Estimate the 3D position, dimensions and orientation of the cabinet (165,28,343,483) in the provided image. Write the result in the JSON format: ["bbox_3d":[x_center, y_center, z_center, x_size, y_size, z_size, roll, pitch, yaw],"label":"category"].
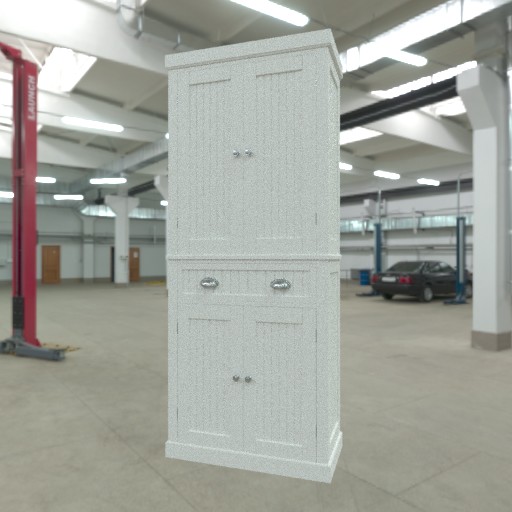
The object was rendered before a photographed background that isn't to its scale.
[{"bbox_3d":[0.000,0.000,2.072,0.754,1.829,0.390,0,0,18],"label":"cabinet"}]
